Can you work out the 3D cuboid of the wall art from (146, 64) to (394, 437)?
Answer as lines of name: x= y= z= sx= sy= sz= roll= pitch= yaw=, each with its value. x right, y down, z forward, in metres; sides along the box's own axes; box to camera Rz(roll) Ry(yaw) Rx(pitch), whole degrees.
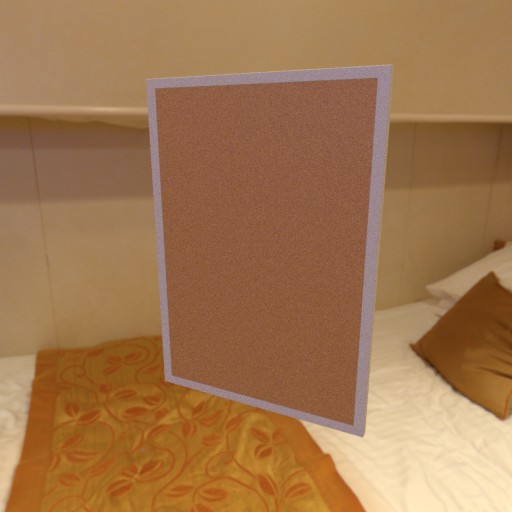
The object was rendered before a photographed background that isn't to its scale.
wall art: x=0.000 y=0.000 z=0.564 sx=0.303 sy=0.433 sz=0.013 roll=7 pitch=17 yaw=24
